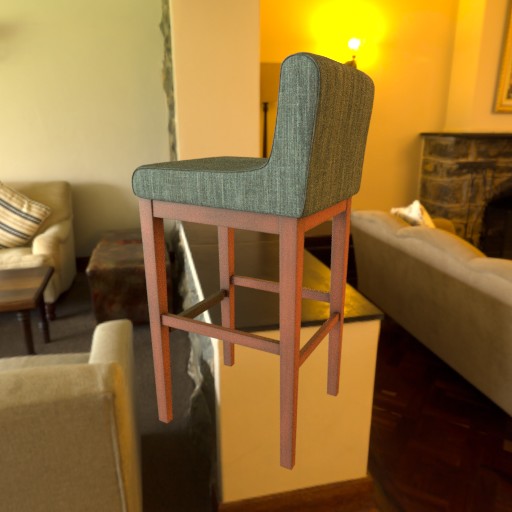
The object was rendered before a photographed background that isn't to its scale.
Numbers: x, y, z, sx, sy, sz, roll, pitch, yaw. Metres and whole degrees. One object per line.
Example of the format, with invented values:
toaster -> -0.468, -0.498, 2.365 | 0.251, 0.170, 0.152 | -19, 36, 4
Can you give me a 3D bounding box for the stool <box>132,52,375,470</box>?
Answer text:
stool -> 0.000, 0.000, 1.224 | 0.499, 0.965, 0.426 | 8, 18, 27
